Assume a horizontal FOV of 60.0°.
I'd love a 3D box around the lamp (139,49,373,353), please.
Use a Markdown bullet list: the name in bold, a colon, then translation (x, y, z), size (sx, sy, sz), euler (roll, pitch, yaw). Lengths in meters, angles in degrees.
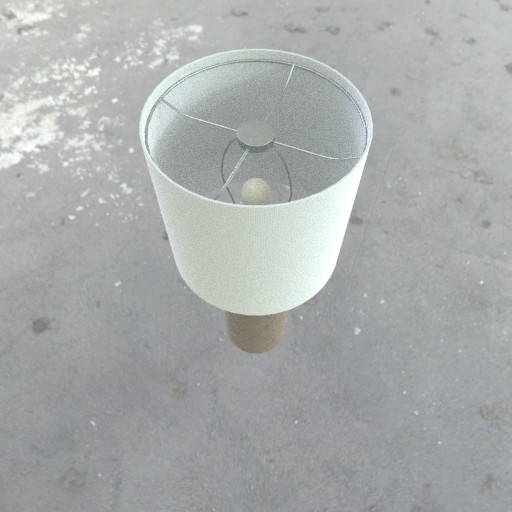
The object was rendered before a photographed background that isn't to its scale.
- **lamp**: translation (0.000, 0.000, 0.589), size (0.207, 0.461, 0.207), euler (20, 60, 12)
